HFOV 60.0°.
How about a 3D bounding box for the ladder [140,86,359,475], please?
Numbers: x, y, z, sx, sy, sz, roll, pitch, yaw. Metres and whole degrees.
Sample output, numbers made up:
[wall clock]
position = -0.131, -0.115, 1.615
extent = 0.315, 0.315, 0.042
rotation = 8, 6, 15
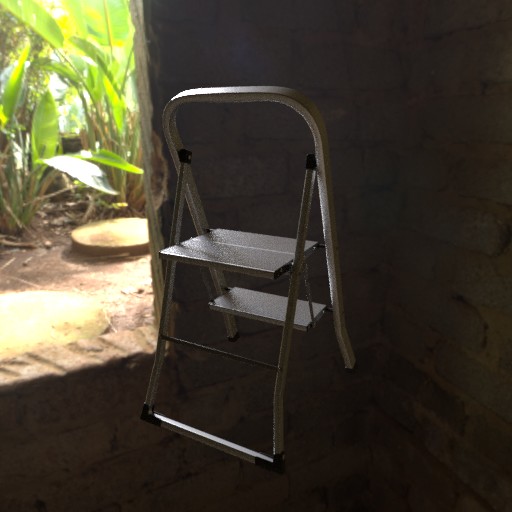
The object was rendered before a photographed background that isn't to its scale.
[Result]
[ladder]
position = 0.000, 0.000, 1.179
extent = 0.465, 0.830, 0.530
rotation = 9, 19, 27
